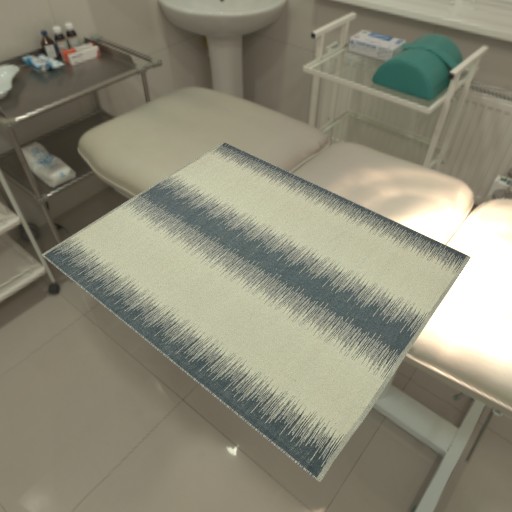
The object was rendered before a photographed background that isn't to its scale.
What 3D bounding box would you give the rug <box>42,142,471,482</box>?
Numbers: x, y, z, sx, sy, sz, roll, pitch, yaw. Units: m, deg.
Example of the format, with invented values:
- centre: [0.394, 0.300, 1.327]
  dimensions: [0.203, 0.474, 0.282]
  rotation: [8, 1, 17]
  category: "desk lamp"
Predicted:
- centre: [0.000, 0.000, 4.006]
  dimensions: [3.037, 0.004, 2.453]
  rotation: [31, 53, 26]
  category: "rug"
